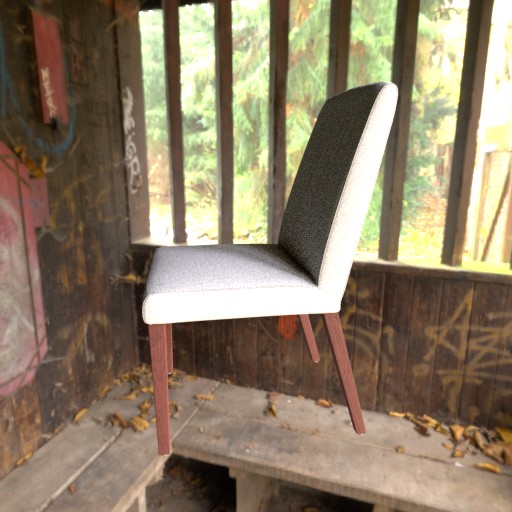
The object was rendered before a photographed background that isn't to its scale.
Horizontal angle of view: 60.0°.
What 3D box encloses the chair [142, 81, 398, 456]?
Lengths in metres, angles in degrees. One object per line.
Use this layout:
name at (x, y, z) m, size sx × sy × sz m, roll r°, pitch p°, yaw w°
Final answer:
chair at (0.000, 0.000, 1.242) m, size 0.594 × 0.900 × 0.480 m, roll -2°, pitch 14°, yaw -9°
